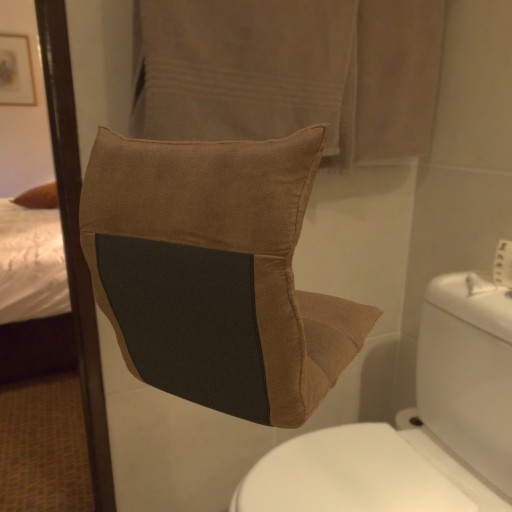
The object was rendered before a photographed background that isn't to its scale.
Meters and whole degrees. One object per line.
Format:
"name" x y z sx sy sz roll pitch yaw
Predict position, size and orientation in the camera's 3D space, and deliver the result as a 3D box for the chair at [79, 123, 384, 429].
"chair" 0.000 0.000 1.564 0.714 0.892 0.985 9 19 28
